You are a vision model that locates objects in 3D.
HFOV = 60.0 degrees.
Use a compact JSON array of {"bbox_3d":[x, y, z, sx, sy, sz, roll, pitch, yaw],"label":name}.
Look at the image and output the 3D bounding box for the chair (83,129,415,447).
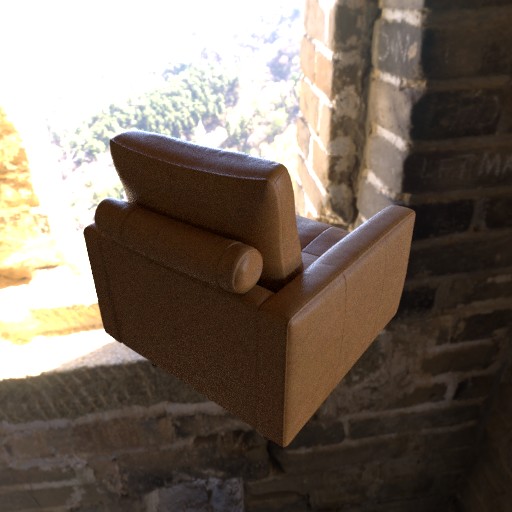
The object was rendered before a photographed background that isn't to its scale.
[{"bbox_3d":[0.000,0.000,1.541,0.831,0.896,0.868,21,36,32],"label":"chair"}]
